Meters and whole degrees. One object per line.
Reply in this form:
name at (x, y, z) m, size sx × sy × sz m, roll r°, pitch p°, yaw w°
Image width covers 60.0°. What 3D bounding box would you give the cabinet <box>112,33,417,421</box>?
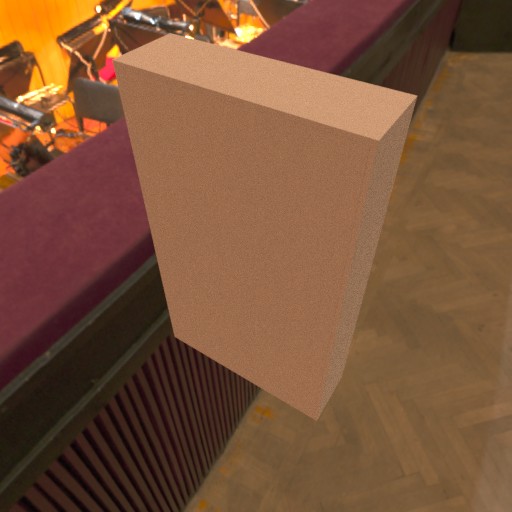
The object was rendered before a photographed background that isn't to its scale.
cabinet at (0.000, 0.000, 1.561) m, size 0.750 × 1.280 × 0.250 m, roll 25°, pitch 50°, yaw 23°
